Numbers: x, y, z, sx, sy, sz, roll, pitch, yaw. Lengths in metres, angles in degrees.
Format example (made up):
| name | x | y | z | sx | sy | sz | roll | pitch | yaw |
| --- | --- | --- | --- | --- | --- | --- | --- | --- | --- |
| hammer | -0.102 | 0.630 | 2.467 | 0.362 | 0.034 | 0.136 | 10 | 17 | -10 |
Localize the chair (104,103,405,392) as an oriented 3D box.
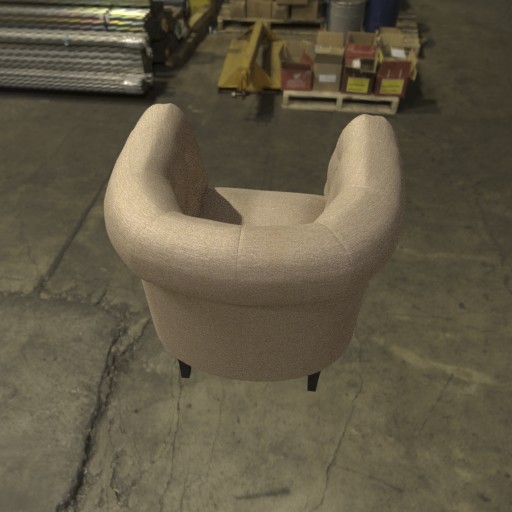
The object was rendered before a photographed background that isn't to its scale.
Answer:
| name | x | y | z | sx | sy | sz | roll | pitch | yaw |
| --- | --- | --- | --- | --- | --- | --- | --- | --- | --- |
| chair | 0.000 | 0.000 | 1.581 | 0.905 | 0.827 | 0.852 | 5 | 46 | 5 |
